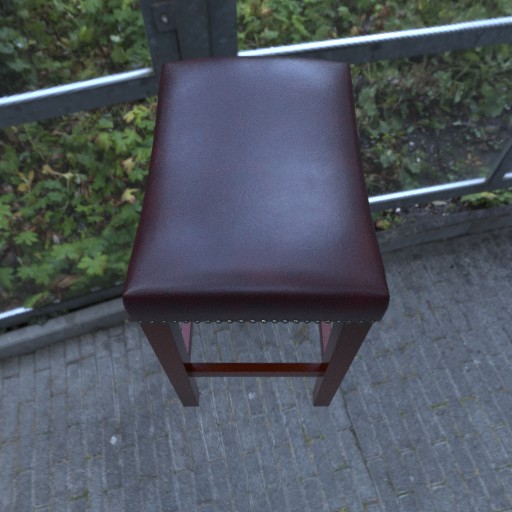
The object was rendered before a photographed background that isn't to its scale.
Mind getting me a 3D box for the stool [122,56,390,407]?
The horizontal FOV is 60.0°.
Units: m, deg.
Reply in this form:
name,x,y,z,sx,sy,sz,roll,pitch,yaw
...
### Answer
name,x,y,z,sx,sy,sz,roll,pitch,yaw
stool,0.000,0.000,0.965,0.372,0.657,0.504,0,59,0
